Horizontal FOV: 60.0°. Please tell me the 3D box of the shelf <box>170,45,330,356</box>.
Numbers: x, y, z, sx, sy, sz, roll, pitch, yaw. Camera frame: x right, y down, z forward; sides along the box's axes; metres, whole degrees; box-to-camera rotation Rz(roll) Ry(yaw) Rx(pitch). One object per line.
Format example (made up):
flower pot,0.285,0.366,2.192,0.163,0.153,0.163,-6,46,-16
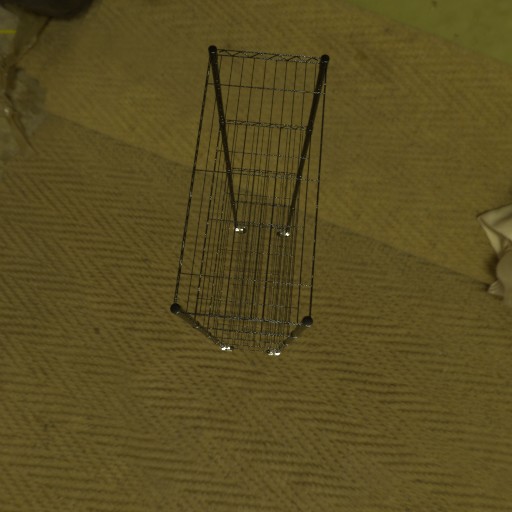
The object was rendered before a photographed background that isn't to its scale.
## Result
shelf,0.000,0.000,1.921,0.356,1.645,0.762,5,75,1
